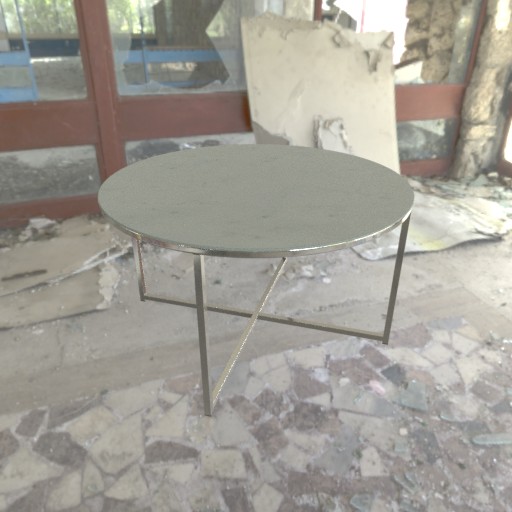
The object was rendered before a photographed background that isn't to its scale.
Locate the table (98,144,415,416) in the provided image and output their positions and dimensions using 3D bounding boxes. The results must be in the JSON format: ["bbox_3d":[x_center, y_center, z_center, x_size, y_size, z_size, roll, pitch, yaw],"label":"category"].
[{"bbox_3d":[0.000,0.000,1.277,0.800,0.450,0.800,0,28,0],"label":"table"}]
